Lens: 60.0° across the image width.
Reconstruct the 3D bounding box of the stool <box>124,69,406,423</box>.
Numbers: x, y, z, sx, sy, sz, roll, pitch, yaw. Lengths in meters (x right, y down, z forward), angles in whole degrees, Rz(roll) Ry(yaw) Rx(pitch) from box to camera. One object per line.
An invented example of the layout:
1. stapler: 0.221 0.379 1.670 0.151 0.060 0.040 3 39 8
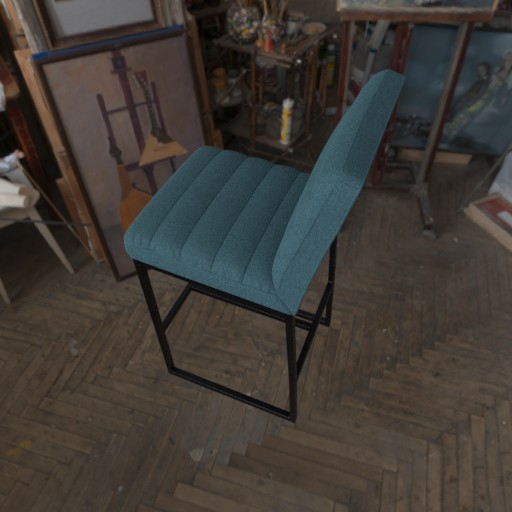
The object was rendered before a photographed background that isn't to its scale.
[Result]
1. stool: 0.000 0.000 1.309 0.560 1.040 0.460 17 50 15
